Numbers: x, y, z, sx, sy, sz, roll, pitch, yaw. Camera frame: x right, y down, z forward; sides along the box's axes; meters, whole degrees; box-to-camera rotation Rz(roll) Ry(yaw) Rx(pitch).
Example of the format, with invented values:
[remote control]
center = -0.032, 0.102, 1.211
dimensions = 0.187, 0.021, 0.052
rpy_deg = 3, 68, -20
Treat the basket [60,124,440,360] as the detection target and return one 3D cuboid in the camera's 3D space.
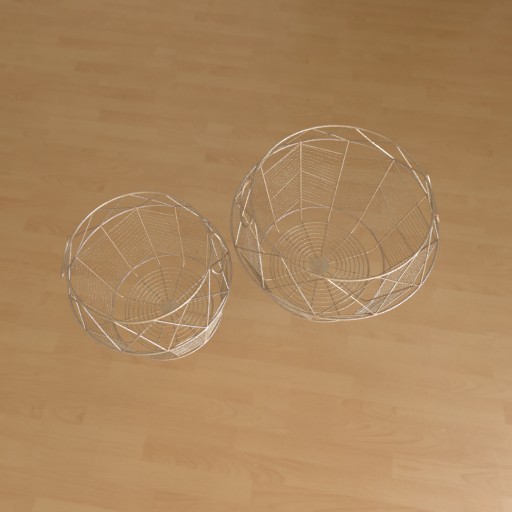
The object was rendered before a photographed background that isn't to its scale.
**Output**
[basket]
center = 0.000, 0.000, 1.009
dimensions = 0.805, 0.343, 0.451
rpy_deg = -15, 66, -7
